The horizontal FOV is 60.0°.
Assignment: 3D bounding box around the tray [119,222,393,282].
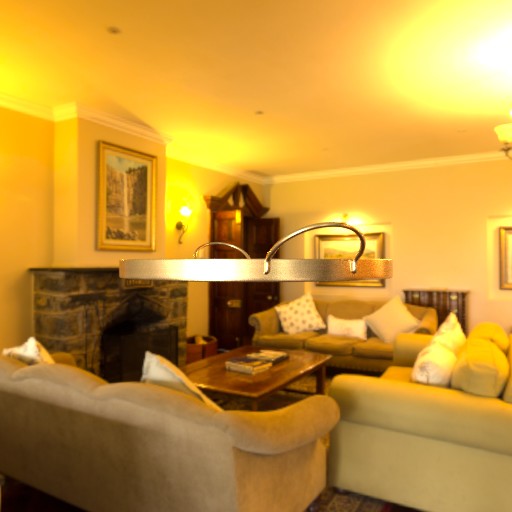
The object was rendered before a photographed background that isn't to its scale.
[{"bbox_3d":[0.000,0.000,0.743,0.438,0.069,0.543,0,-1,-19],"label":"tray"}]
